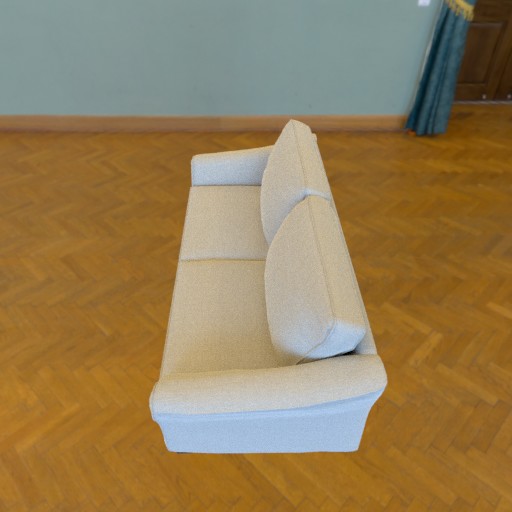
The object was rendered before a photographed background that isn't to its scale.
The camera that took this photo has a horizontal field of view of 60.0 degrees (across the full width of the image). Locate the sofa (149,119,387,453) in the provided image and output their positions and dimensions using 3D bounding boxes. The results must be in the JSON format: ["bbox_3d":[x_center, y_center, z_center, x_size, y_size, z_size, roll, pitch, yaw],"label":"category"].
[{"bbox_3d":[0.000,0.000,2.731,0.980,0.965,2.270,-1,40,-1],"label":"sofa"}]
